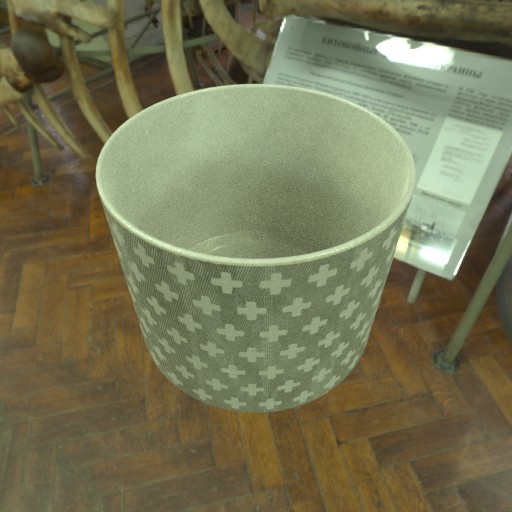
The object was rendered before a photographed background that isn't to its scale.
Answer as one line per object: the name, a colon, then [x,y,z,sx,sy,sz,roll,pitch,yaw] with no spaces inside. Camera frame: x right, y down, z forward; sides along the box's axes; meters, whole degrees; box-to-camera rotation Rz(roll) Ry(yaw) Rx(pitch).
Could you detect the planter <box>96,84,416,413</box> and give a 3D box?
planter: [0.000,0.000,0.334,0.190,0.181,0.190,0,45,0]
